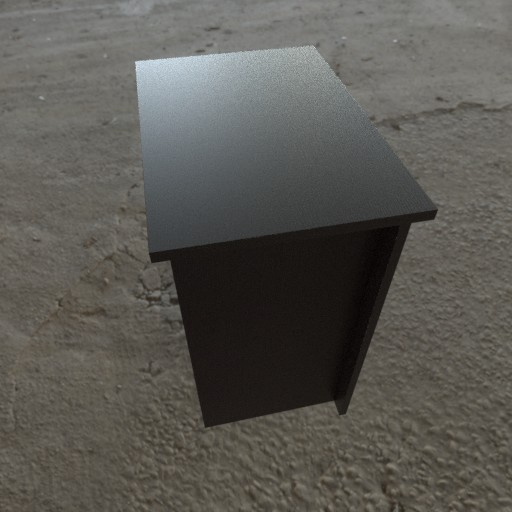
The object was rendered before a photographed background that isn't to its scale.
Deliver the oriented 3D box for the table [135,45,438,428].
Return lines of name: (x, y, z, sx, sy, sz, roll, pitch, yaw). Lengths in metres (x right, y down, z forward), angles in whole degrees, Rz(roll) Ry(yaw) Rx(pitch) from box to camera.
table: (0.000, 0.000, 1.052, 0.408, 0.711, 0.589, -9, 47, -8)
